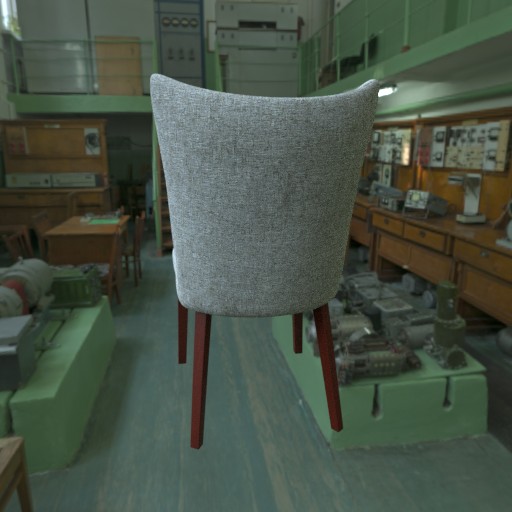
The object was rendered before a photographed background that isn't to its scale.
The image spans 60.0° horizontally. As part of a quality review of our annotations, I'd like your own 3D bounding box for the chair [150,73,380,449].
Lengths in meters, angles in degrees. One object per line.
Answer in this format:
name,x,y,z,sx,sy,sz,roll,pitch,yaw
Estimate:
chair,0.000,0.000,1.282,0.535,0.924,0.623,-3,14,-10
